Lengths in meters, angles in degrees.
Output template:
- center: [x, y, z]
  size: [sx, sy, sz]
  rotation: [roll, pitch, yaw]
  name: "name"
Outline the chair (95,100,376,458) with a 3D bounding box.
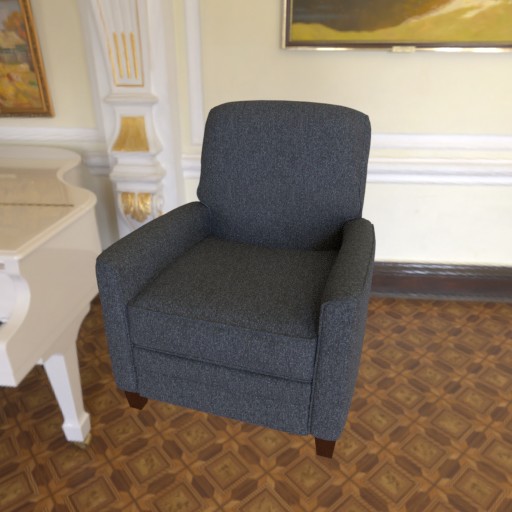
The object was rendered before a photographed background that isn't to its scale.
- center: [0.000, 0.000, 1.628]
  size: [0.839, 1.016, 0.850]
  rotation: [8, 26, 16]
  name: "chair"
